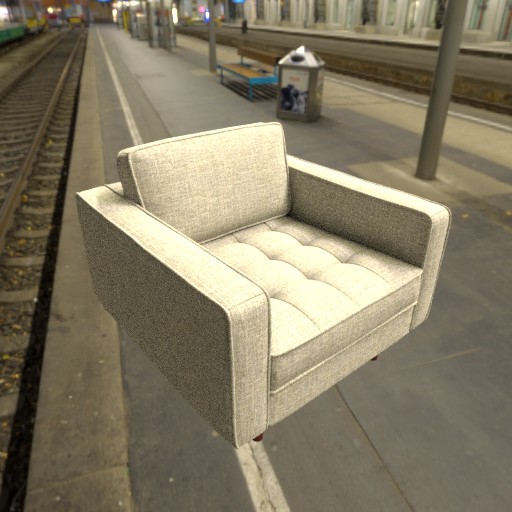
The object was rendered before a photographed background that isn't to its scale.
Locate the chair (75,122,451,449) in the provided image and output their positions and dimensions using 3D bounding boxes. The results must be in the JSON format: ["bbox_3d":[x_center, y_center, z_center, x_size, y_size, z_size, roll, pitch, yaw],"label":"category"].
[{"bbox_3d":[0.000,0.000,1.529,0.889,0.765,0.914,-22,35,-34],"label":"chair"}]
